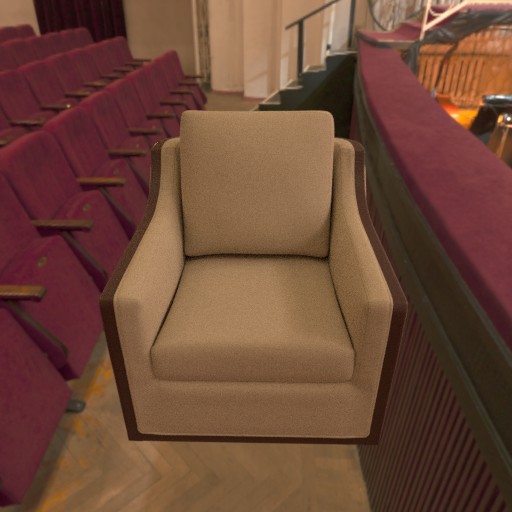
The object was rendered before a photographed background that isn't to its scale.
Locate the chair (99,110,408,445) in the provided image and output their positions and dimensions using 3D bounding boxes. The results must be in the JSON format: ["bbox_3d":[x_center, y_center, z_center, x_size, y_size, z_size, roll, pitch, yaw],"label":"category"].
[{"bbox_3d":[0.000,0.000,1.644,0.870,0.930,0.950,1,31,1],"label":"chair"}]
